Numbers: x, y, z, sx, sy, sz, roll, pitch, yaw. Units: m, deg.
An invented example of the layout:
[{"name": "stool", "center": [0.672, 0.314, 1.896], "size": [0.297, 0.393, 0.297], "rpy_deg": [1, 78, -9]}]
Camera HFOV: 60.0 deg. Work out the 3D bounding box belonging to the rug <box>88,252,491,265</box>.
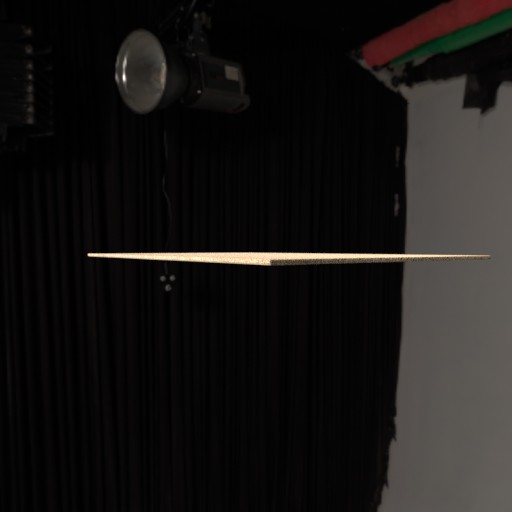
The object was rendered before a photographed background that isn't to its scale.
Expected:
[{"name": "rug", "center": [0.000, 0.000, 3.434], "size": [1.800, 0.025, 2.699], "rpy_deg": [-1, 1, -36]}]
